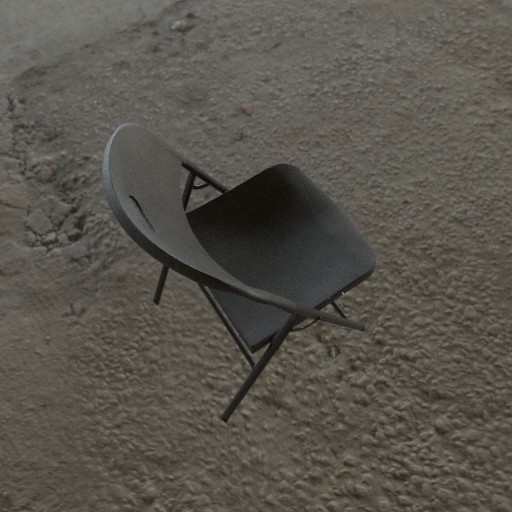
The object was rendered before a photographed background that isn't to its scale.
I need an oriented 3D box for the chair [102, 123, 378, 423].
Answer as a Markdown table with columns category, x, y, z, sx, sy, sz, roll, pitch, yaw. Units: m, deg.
| category | x | y | z | sx | sy | sz | roll | pitch | yaw |
| --- | --- | --- | --- | --- | --- | --- | --- | --- | --- |
| chair | 0.000 | 0.000 | 1.170 | 0.567 | 0.810 | 0.494 | -29 | 64 | -16 |
